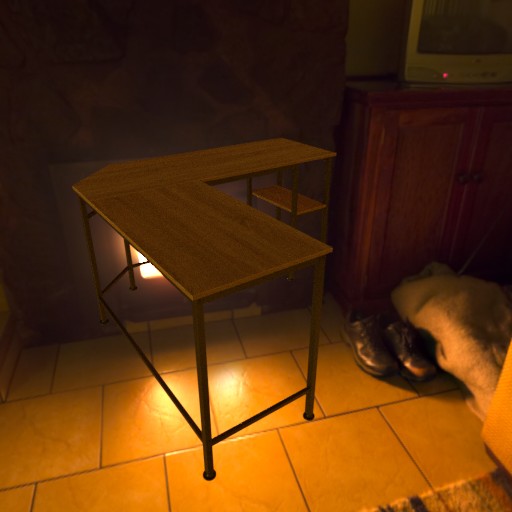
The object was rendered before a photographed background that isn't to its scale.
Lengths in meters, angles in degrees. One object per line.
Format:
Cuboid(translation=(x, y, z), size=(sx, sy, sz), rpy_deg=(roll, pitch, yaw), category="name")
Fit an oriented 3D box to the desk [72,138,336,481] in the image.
Cuboid(translation=(0.000, 0.000, 2.171), size=(1.379, 0.739, 1.379), rpy_deg=(-18, 32, -31), category="desk")
